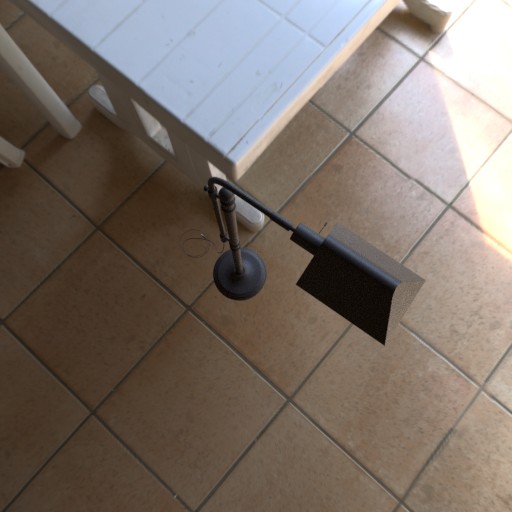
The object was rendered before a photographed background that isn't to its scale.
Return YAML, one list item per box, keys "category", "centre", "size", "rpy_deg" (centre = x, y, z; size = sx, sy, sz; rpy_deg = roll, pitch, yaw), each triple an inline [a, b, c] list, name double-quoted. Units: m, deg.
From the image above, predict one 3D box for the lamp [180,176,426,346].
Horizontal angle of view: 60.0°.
- category: "lamp"
  centre: [0.000, 0.000, 0.968]
  size: [0.545, 0.708, 0.159]
  rpy_deg: [35, 78, 8]
